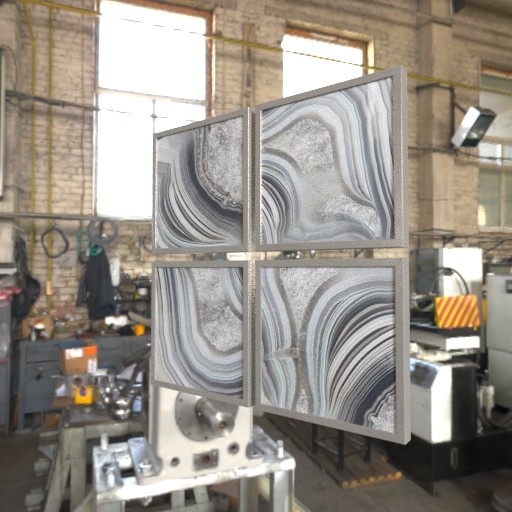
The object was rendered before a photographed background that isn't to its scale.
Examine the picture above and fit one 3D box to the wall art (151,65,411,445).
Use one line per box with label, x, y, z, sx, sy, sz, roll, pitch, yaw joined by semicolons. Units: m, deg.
wall art;0.000;0.000;0.906;0.611;0.611;0.029;-1;-2;37
